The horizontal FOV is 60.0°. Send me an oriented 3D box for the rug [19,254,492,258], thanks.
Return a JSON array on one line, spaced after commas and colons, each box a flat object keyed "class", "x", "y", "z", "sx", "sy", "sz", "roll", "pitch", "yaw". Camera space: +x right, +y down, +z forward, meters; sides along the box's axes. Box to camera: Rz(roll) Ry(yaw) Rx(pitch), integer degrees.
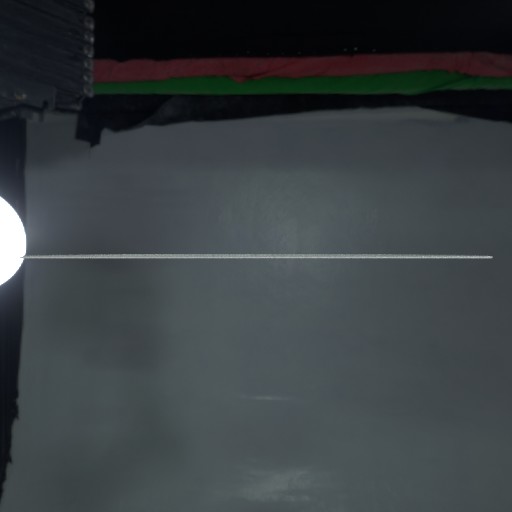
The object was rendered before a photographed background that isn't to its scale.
[{"class": "rug", "x": 0.000, "y": 0.000, "z": 2.870, "sx": 2.213, "sy": 0.014, "sz": 1.608, "roll": 0, "pitch": 0, "yaw": 0}]
